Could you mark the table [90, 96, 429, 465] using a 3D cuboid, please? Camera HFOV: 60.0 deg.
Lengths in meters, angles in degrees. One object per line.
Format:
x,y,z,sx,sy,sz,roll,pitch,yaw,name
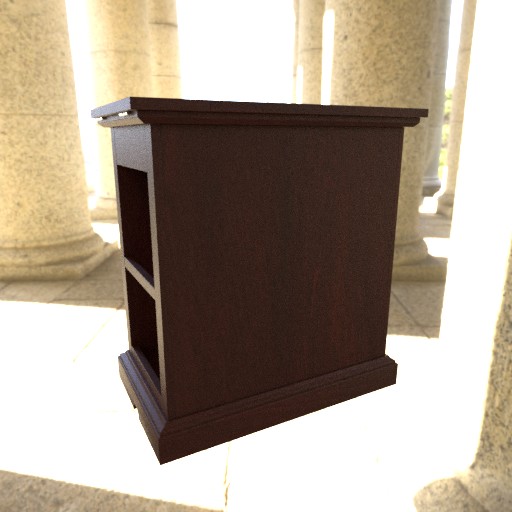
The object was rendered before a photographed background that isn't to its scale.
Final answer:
0.000,0.000,0.973,0.584,0.612,0.356,-8,17,-27,table
